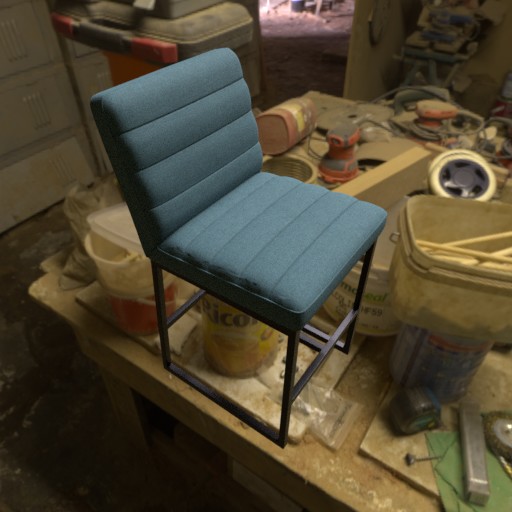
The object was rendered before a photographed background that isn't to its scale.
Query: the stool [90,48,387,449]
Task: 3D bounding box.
[{"bbox_3d":[0.000,0.000,1.245,0.560,0.940,0.460,25,46,26],"label":"stool"}]
